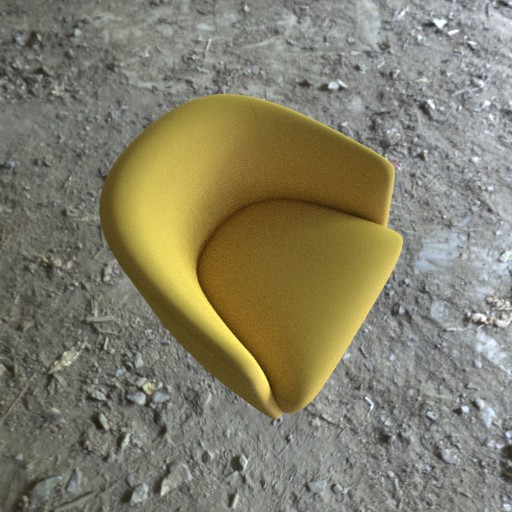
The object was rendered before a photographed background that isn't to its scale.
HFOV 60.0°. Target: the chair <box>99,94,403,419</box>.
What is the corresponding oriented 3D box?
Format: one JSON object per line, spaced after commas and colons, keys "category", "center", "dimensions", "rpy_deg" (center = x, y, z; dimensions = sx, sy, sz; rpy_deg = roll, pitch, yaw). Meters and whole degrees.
{"category": "chair", "center": [0.000, 0.000, 1.409], "dimensions": [0.767, 0.698, 0.773], "rpy_deg": [30, 63, 17]}
